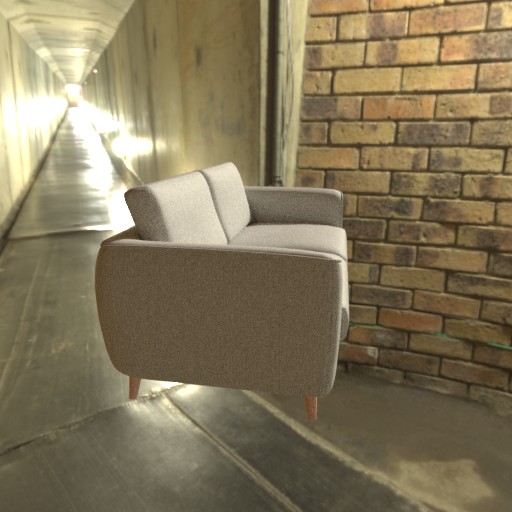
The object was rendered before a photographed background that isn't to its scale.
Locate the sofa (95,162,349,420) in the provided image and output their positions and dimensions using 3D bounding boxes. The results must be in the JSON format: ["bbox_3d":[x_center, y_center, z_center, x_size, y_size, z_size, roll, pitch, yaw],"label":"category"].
[{"bbox_3d":[0.000,0.000,2.259,0.920,0.850,1.700,3,16,10],"label":"sofa"}]
